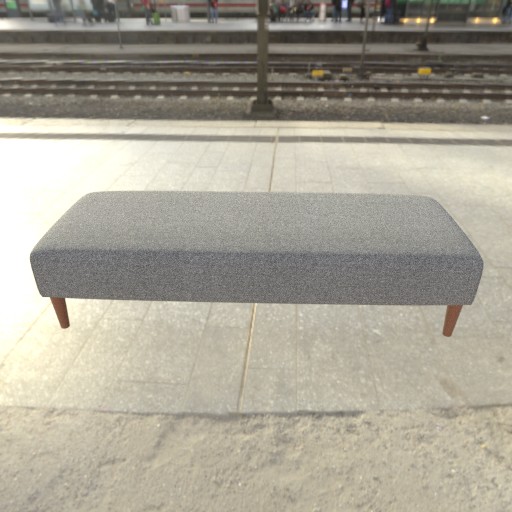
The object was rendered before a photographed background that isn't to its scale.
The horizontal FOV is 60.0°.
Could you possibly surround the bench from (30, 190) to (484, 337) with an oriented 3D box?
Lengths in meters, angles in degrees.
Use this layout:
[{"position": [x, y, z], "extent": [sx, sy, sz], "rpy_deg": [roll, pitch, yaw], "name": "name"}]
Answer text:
[{"position": [0.000, 0.000, 1.867], "extent": [1.598, 0.384, 0.631], "rpy_deg": [1, 30, 2], "name": "bench"}]
